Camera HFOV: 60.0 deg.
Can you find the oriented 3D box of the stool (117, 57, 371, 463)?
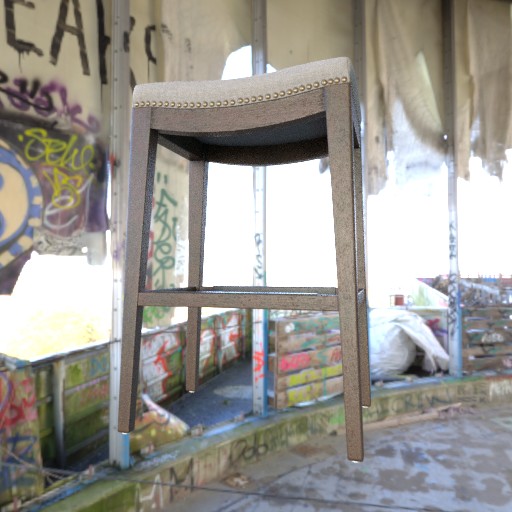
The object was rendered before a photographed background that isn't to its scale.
[{"bbox_3d":[0.000,0.000,1.047,0.508,0.762,0.356,0,-2,17],"label":"stool"}]
